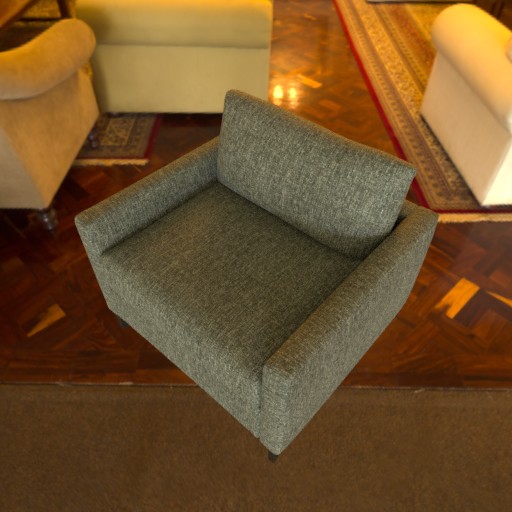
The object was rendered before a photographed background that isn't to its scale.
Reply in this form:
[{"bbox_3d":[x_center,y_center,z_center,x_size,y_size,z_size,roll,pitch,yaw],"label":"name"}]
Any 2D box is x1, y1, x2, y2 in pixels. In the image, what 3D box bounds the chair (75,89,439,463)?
[{"bbox_3d":[0.000,0.000,1.639,0.963,0.861,0.866,32,54,27],"label":"chair"}]
